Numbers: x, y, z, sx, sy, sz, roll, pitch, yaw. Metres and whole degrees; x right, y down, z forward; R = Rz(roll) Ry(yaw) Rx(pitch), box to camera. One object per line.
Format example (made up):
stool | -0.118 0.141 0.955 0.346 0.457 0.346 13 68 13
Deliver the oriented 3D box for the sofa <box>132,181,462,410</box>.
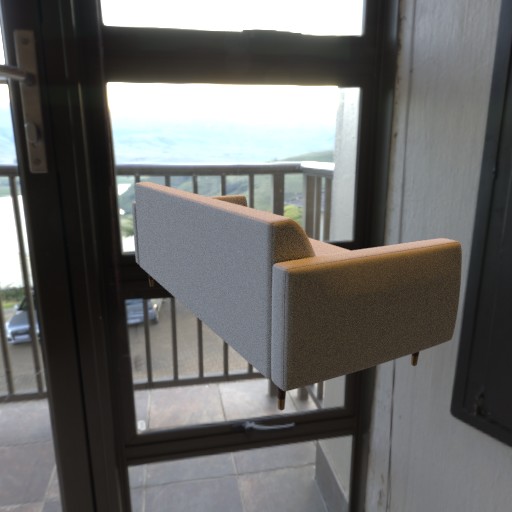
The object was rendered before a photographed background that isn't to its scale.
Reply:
sofa | 0.000 0.000 2.789 0.990 0.821 2.291 -8 16 -28
